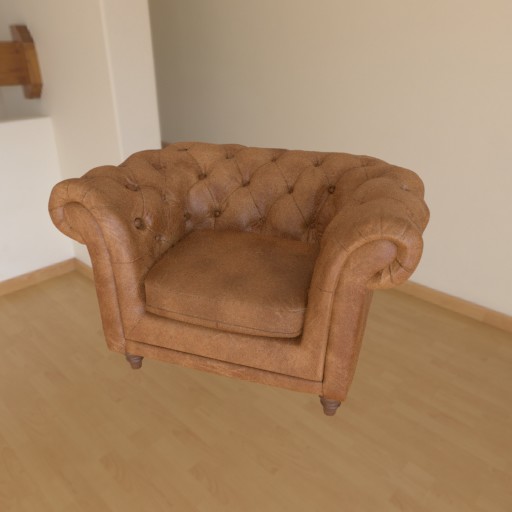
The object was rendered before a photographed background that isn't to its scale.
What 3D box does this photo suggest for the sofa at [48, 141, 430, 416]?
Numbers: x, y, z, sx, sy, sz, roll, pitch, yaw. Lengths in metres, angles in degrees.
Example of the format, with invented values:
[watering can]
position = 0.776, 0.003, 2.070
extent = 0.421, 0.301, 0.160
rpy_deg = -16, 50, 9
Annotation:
[sofa]
position = 0.000, 0.000, 2.045
extent = 1.405, 0.878, 1.033
rpy_deg = 8, 27, 16
